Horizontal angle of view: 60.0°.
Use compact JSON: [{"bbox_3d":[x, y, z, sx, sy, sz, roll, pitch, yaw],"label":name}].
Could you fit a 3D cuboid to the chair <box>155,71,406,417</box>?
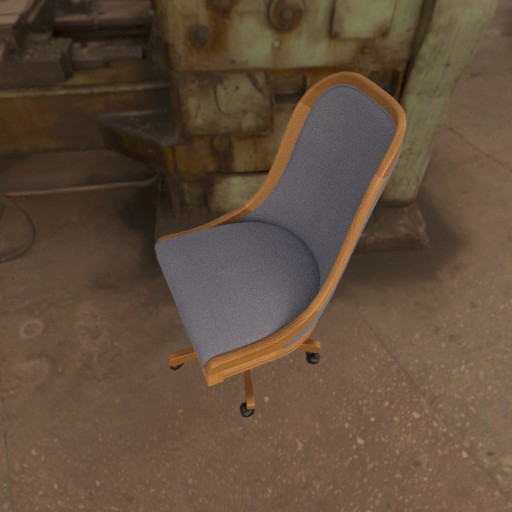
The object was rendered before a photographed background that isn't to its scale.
[{"bbox_3d":[0.000,0.000,1.475,0.735,1.031,0.605,-18,50,-16],"label":"chair"}]
